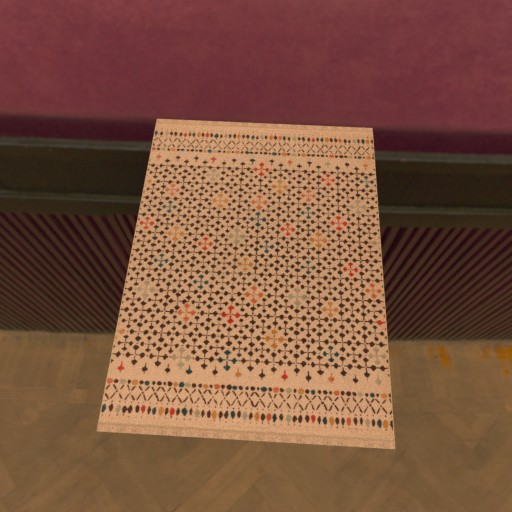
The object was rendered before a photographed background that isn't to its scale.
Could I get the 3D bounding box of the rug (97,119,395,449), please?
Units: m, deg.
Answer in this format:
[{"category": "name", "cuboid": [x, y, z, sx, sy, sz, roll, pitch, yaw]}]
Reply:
[{"category": "rug", "cuboid": [0.000, 0.000, 2.024, 1.146, 0.006, 1.556, 3, 65, 1]}]
